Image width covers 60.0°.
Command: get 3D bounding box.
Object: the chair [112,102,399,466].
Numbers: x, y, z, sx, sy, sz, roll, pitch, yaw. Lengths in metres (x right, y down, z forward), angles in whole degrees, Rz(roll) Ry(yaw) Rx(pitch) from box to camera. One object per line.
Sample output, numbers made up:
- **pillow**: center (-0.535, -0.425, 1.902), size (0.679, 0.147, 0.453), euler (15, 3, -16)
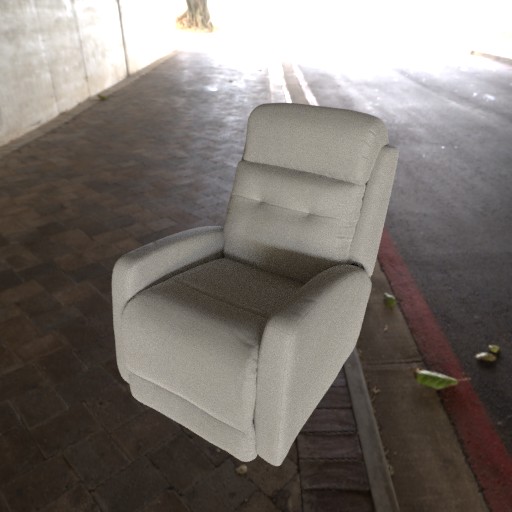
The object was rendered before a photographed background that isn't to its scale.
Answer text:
- **chair**: center (0.000, 0.000, 1.737), size (0.798, 1.013, 1.043), euler (18, 34, 29)
